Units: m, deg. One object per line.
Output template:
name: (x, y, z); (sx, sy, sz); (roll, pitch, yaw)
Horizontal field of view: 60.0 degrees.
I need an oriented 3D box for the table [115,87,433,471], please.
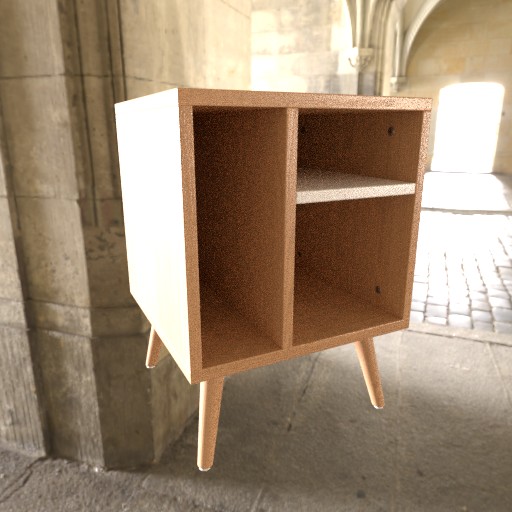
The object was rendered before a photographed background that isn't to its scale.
table: (0.000, 0.000, 0.833); (0.400, 0.550, 0.400); (-8, 18, -26)
